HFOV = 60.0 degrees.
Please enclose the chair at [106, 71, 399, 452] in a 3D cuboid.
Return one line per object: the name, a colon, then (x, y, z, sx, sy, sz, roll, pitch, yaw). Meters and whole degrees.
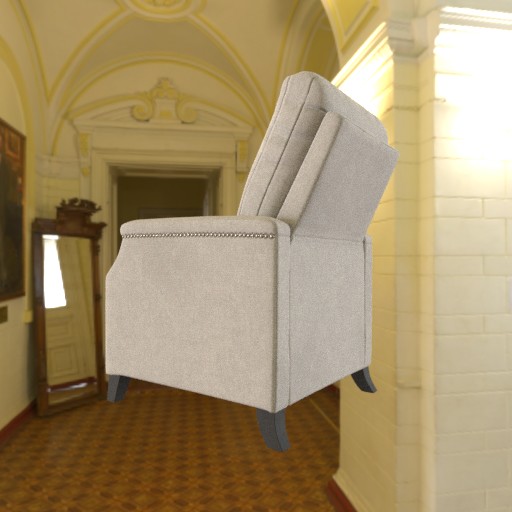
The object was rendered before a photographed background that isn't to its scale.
chair: (0.000, 0.000, 1.644, 0.922, 1.049, 0.710, -1, -1, 36)
